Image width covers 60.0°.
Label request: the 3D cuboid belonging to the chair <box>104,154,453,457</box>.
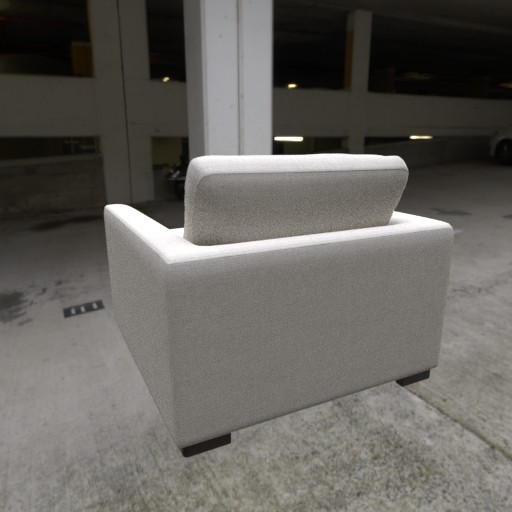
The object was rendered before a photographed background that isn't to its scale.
[{"bbox_3d":[0.000,0.000,1.883,1.070,0.876,1.100,-8,17,-26],"label":"chair"}]
